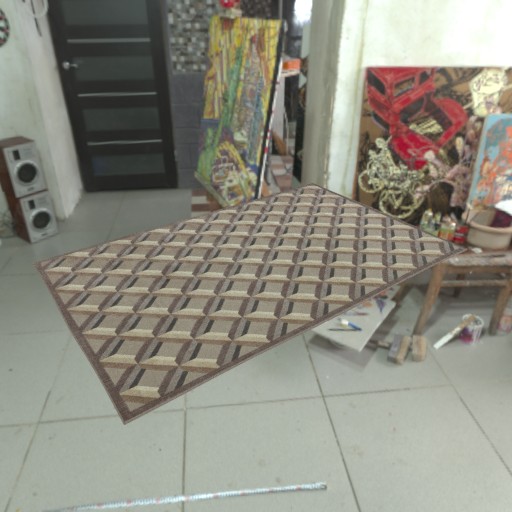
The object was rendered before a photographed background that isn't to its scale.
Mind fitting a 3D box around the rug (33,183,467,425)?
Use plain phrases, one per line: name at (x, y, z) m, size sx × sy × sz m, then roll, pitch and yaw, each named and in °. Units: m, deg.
rug at (0.000, 0.000, 2.014) m, size 1.677 × 0.011 × 1.066 m, roll -20°, pitch 35°, yaw -31°
